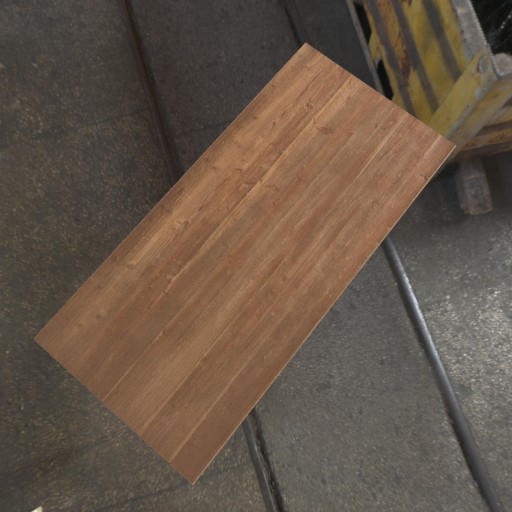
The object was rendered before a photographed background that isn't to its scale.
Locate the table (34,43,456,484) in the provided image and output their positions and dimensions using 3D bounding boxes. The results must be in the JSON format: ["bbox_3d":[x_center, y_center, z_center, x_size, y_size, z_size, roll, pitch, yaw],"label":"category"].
[{"bbox_3d":[0.000,0.000,2.473,0.952,0.760,2.003,38,79,9],"label":"table"}]
